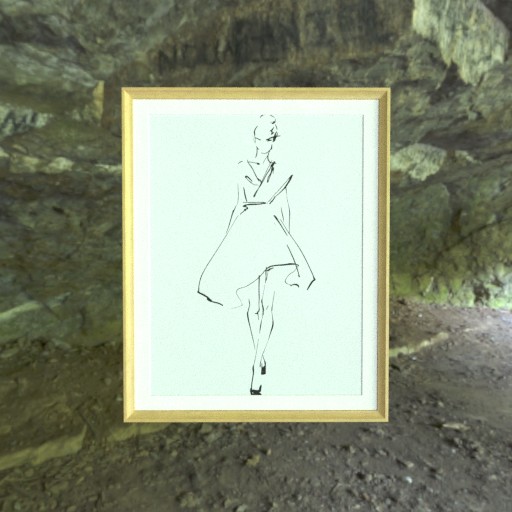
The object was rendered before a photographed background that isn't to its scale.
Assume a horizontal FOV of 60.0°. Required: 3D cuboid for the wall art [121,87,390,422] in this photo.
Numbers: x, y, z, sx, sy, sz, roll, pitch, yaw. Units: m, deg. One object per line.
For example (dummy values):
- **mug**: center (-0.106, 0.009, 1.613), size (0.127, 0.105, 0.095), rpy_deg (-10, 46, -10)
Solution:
- **wall art**: center (0.000, 0.000, 1.341), size (0.798, 1.002, 0.030), rpy_deg (0, 1, 0)
